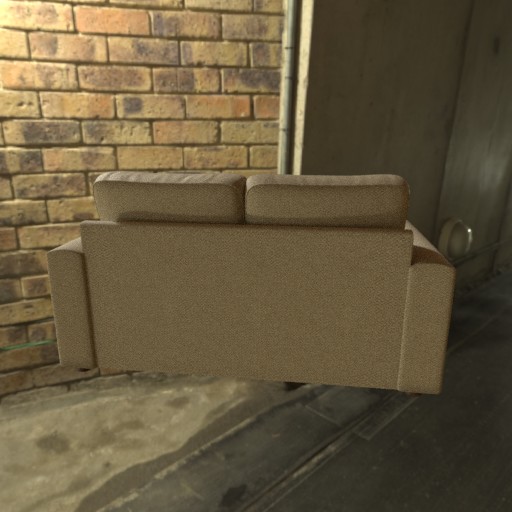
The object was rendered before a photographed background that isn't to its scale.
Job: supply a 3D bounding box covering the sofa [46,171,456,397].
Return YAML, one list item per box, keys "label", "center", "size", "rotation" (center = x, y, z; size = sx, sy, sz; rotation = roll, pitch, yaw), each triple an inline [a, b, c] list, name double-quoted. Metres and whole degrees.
- label: "sofa"
  center: [0.000, 0.000, 2.222]
  size: [1.616, 0.873, 1.016]
  rotation: [2, 16, 7]
